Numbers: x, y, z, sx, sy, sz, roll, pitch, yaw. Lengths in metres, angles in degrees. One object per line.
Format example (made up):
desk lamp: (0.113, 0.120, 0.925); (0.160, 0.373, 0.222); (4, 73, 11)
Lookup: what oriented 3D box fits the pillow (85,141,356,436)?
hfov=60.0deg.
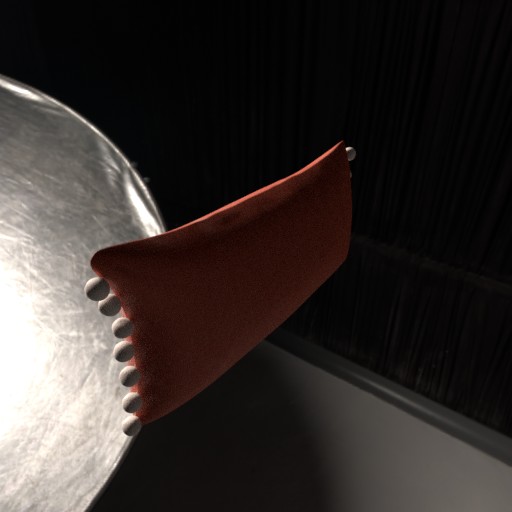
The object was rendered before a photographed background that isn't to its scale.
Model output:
pillow: (0.000, 0.000, 0.838); (0.201, 0.322, 0.709); (21, 36, 31)
